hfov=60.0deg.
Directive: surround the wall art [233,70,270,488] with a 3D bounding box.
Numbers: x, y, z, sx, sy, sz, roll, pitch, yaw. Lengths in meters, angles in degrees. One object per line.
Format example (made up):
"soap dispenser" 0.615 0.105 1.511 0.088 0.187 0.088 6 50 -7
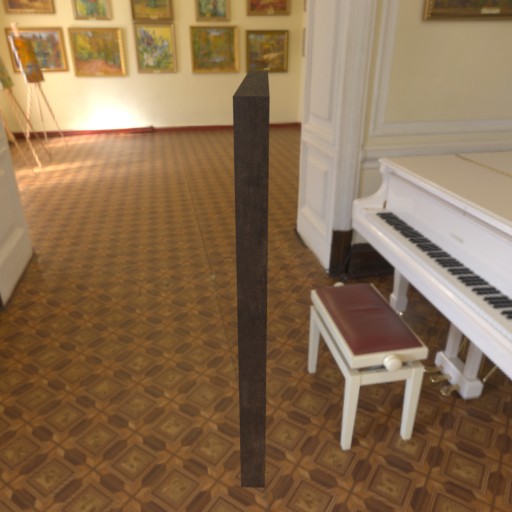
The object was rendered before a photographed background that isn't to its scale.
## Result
"wall art" 0.000 0.000 0.547 0.027 0.406 0.329 0 26 1
